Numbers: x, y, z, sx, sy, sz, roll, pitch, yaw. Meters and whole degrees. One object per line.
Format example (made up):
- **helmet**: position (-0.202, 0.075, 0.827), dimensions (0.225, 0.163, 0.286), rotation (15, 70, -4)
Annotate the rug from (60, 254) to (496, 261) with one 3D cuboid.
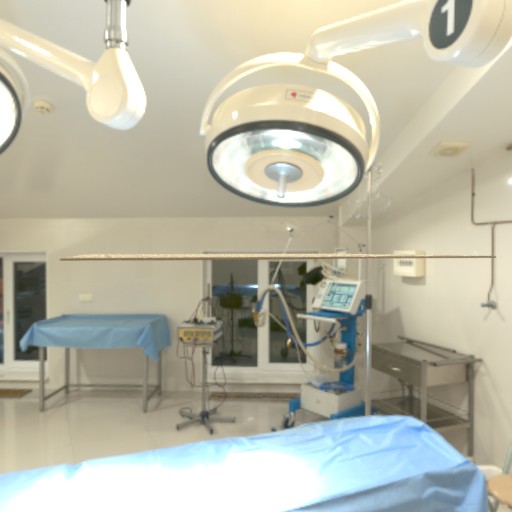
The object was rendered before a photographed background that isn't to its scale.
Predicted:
- **rug**: position (0.000, 0.000, 3.817), dimensions (2.895, 0.018, 2.288), rotation (0, 1, -19)
